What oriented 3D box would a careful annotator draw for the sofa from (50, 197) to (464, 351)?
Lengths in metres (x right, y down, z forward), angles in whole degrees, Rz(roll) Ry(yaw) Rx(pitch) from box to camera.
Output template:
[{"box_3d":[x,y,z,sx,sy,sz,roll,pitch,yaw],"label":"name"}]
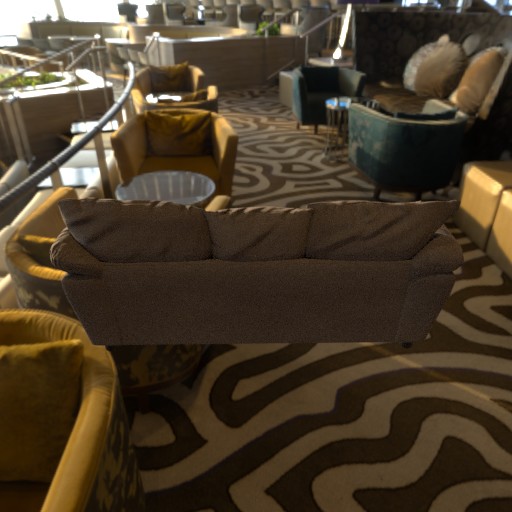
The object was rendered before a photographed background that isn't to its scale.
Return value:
[{"box_3d":[0.000,0.000,2.891,2.390,1.043,0.927,0,30,-1],"label":"sofa"}]
